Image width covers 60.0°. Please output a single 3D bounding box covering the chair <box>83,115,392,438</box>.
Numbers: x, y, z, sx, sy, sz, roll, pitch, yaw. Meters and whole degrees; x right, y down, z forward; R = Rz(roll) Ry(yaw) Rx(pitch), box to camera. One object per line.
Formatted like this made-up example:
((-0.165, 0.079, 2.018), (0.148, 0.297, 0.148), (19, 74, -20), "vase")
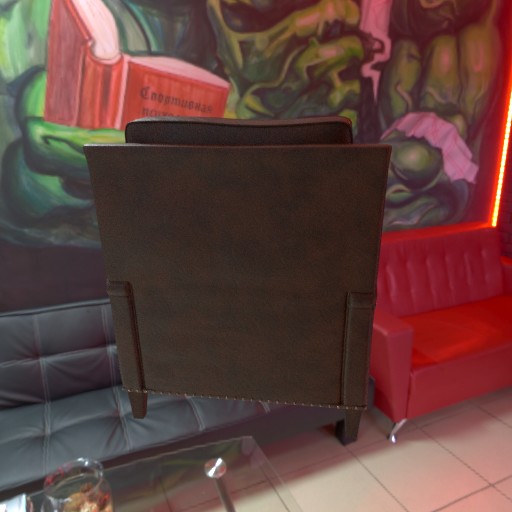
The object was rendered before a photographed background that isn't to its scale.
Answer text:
((0.000, 0.000, 1.793), (0.854, 1.054, 1.035), (2, 15, 8), "chair")
